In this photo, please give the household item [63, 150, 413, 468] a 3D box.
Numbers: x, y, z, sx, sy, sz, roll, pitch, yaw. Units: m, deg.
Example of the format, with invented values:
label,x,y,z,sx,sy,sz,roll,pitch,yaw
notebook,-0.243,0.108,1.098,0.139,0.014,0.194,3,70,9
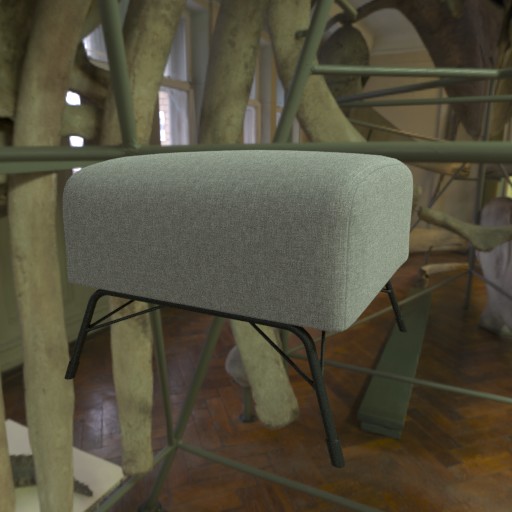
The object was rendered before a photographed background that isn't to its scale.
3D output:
label,x,y,z,sx,sy,sz,roll,pitch,yaw
household item,0.000,0.000,0.882,0.530,0.410,0.530,7,15,27
